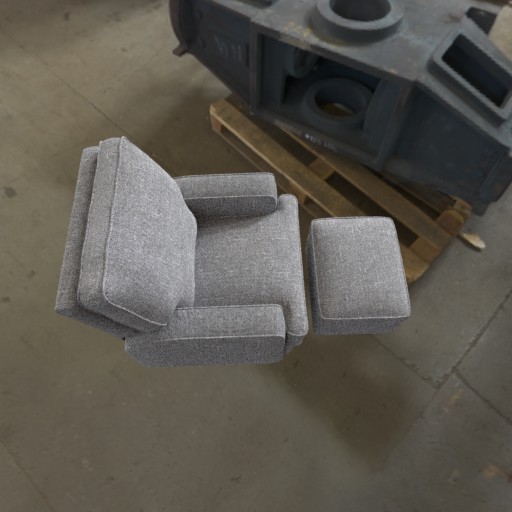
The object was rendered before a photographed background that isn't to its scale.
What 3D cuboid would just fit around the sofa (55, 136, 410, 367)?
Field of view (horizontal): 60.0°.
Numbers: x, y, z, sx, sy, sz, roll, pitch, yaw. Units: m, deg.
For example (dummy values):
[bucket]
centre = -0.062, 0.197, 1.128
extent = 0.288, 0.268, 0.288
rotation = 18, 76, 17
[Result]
[sofa]
centre = 0.000, 0.000, 2.079
extent = 1.472, 0.959, 0.861
rotation = -2, 64, -1
